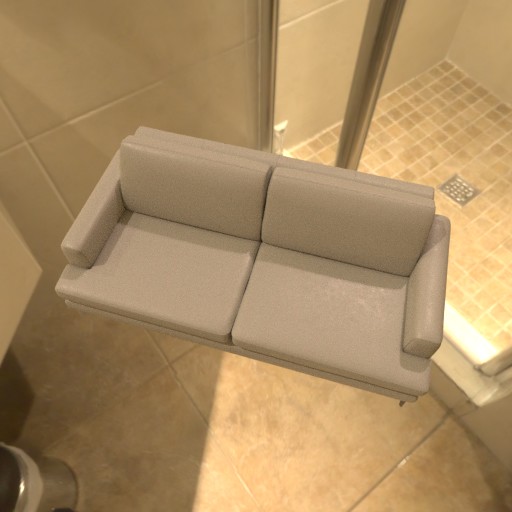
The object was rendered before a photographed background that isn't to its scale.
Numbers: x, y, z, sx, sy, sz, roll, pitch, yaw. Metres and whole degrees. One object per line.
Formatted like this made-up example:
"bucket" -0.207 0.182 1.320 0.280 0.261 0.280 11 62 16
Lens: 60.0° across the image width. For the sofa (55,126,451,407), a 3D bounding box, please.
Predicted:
"sofa" 0.000 0.000 2.394 1.940 0.765 0.974 14 60 8
